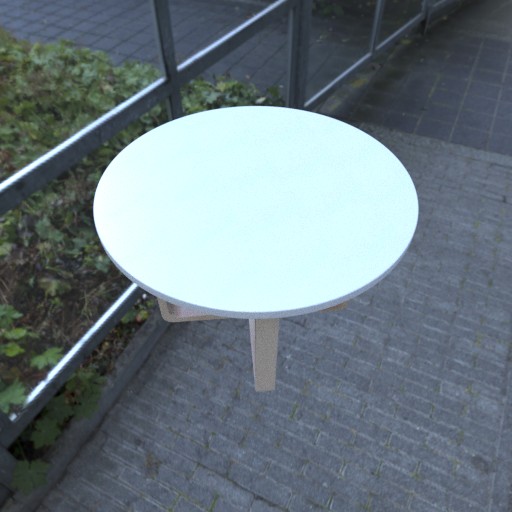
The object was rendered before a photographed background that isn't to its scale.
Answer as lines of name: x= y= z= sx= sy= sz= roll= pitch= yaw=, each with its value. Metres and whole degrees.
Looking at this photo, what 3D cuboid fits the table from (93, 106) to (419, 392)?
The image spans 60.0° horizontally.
table: x=0.000 y=0.000 z=0.987 sx=0.600 sy=0.400 sz=0.600 roll=0 pitch=47 yaw=0
